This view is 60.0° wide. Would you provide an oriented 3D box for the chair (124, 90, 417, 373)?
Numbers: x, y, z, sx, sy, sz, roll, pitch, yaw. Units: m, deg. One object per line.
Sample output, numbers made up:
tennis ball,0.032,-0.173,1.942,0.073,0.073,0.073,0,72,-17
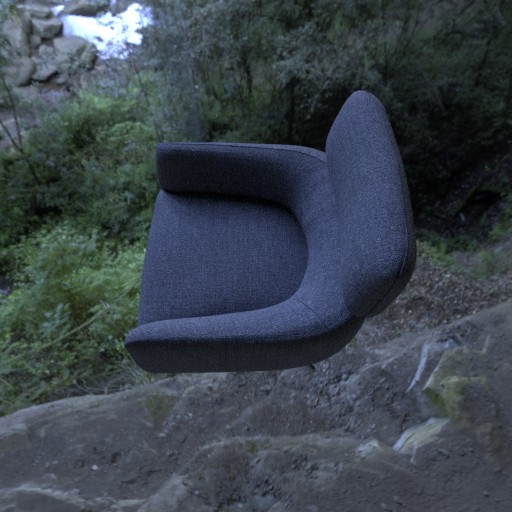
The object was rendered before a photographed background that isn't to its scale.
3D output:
chair,0.000,0.000,1.359,0.715,0.812,0.706,0,59,0
